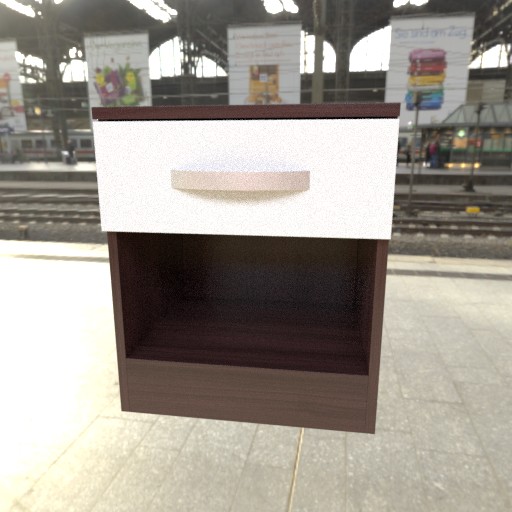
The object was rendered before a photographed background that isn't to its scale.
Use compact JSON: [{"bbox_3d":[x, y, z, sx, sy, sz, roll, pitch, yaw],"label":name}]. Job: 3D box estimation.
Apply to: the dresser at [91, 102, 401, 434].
[{"bbox_3d":[0.000,0.000,0.767,0.400,0.470,0.360,2,14,8],"label":"dresser"}]
